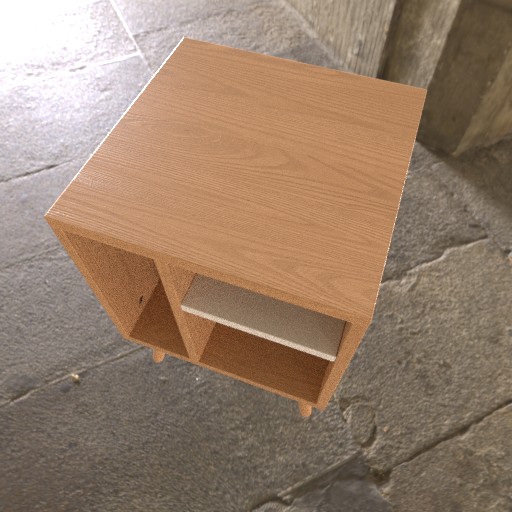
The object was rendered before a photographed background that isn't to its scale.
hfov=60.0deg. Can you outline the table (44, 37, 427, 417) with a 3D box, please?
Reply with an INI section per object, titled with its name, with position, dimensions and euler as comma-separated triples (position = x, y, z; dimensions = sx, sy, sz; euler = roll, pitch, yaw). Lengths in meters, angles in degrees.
[table]
position = 0.000, 0.000, 0.830
dimensions = 0.400, 0.550, 0.400
euler = 17, 59, 11
